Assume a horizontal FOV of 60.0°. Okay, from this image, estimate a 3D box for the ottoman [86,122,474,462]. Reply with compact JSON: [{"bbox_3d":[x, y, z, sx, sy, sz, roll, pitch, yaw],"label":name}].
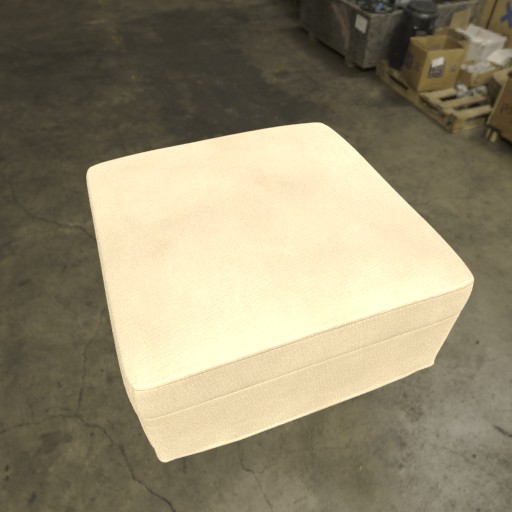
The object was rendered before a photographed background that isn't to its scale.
[{"bbox_3d":[0.000,0.000,1.321,0.843,0.441,0.842,-15,47,-14],"label":"ottoman"}]
